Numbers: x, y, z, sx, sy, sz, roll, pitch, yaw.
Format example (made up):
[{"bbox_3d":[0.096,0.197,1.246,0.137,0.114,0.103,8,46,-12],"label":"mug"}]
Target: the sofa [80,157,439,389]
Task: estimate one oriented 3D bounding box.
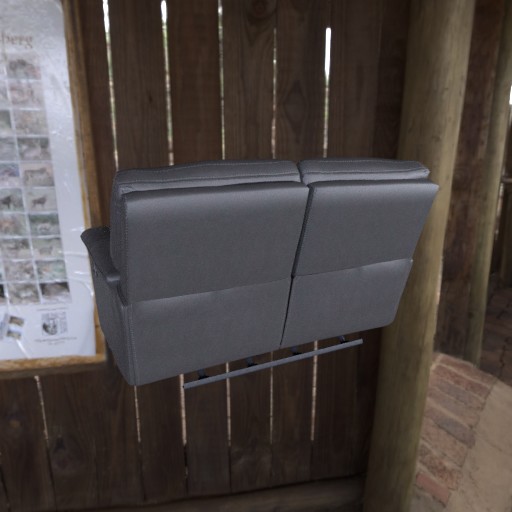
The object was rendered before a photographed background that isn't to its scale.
[{"bbox_3d":[0.000,0.000,2.517,1.765,1.111,1.104,-7,16,-26],"label":"sofa"}]
